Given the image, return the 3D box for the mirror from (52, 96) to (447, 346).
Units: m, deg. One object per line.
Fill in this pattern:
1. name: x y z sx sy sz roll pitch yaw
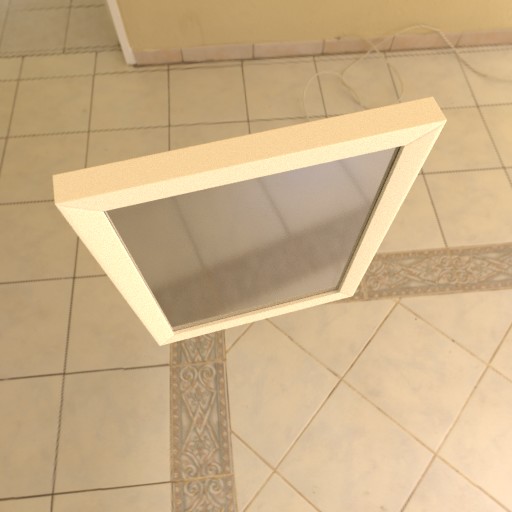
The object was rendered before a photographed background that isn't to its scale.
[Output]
1. mirror: 0.000 0.000 0.678 0.405 0.508 0.041 -14 64 -7
